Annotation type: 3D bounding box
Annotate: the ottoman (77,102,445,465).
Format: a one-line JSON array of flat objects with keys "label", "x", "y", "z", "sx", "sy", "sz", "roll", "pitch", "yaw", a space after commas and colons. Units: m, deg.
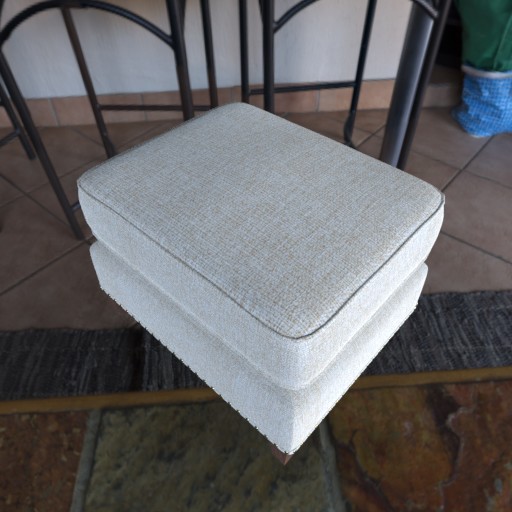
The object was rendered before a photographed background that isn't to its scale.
[{"label": "ottoman", "x": 0.000, "y": 0.000, "z": 1.172, "sx": 0.738, "sy": 0.537, "sz": 0.589, "roll": 33, "pitch": 54, "yaw": 28}]
